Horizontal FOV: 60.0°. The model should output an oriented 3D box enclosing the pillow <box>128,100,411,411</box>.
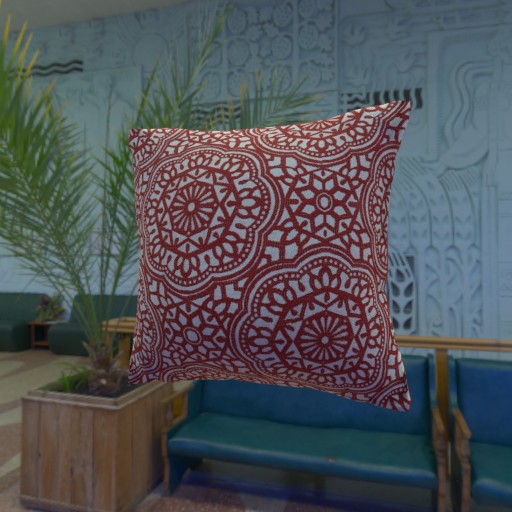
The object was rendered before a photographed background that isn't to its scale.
[{"bbox_3d":[0.000,0.000,0.661,0.438,0.419,0.162,0,-1,18],"label":"pillow"}]
